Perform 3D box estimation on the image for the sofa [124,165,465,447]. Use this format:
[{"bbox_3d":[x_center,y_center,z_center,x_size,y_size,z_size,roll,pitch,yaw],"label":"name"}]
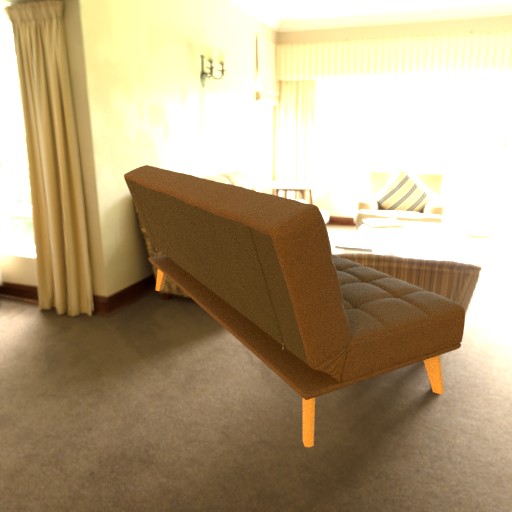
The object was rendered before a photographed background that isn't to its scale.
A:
[{"bbox_3d":[0.000,0.000,2.220,0.860,0.810,1.800,-8,18,-28],"label":"sofa"}]
